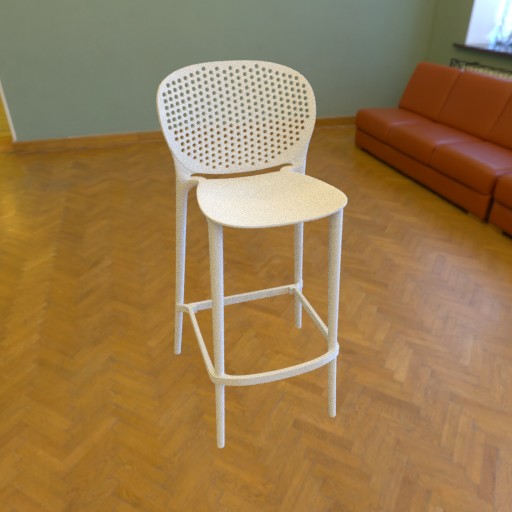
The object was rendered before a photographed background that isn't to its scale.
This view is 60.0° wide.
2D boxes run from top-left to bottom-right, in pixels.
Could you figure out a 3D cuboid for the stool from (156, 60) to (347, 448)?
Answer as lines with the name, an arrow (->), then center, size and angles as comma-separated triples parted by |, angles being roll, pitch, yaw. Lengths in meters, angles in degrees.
stool -> 0.000, 0.000, 1.365 | 0.536, 1.045, 0.535 | -9, 32, -15
